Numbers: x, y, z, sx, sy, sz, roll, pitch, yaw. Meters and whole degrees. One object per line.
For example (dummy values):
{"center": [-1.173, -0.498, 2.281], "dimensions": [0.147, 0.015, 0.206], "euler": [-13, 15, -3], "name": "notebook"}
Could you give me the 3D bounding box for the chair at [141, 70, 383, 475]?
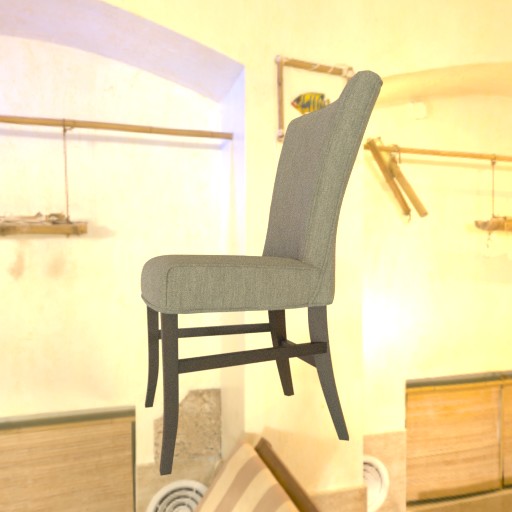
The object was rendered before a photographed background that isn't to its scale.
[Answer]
{"center": [0.000, 0.000, 1.328], "dimensions": [0.660, 0.991, 0.520], "euler": [0, 0, -18], "name": "chair"}
